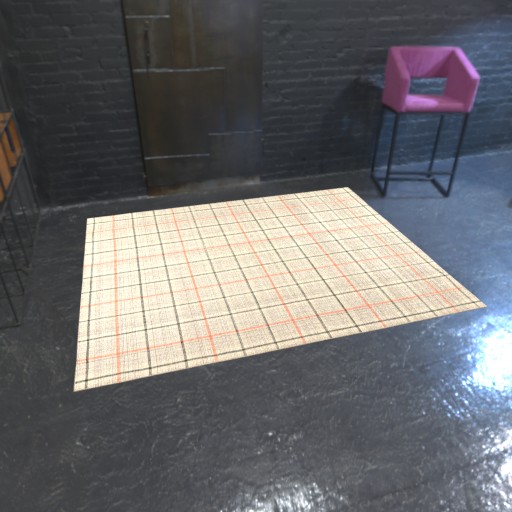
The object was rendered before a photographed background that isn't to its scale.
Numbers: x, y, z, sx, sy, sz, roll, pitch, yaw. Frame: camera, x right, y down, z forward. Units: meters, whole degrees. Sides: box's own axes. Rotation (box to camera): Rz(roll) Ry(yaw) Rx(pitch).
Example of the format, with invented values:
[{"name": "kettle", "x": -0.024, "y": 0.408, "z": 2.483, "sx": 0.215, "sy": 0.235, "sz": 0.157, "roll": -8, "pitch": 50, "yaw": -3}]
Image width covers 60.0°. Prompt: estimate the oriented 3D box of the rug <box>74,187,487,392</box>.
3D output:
[{"name": "rug", "x": 0.000, "y": 0.000, "z": 4.092, "sx": 3.048, "sy": 0.012, "sz": 2.444, "roll": -9, "pitch": 33, "yaw": -14}]
